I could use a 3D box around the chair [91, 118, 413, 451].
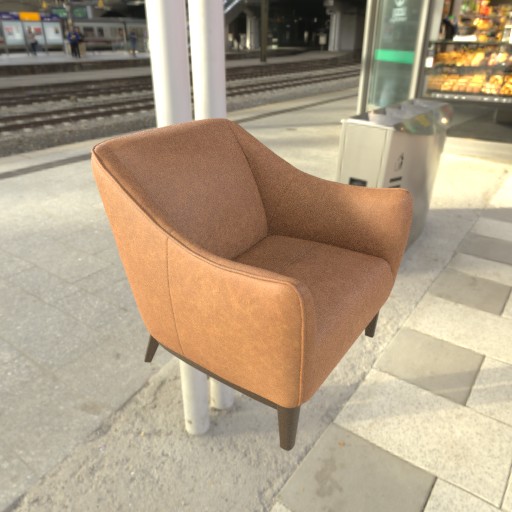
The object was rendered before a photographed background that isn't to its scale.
[{"bbox_3d":[0.000,0.000,1.592,0.852,0.830,0.871,17,31,30],"label":"chair"}]
